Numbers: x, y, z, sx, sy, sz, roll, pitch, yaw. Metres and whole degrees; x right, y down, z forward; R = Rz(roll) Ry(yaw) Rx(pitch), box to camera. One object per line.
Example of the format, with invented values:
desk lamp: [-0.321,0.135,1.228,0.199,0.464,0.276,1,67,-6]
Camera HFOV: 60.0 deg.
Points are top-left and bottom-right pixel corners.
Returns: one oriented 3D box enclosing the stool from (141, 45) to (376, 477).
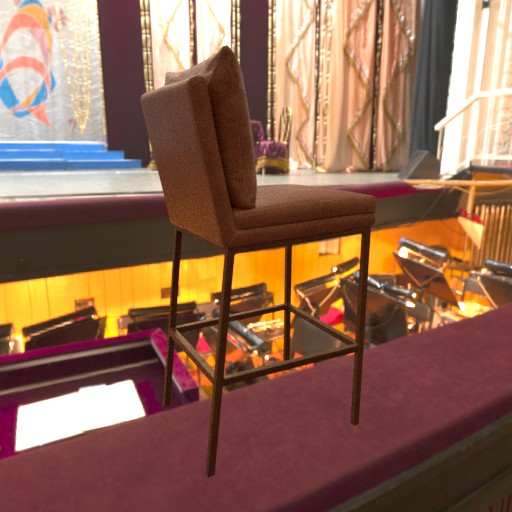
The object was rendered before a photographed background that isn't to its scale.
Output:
stool: [0.000,0.000,1.409,0.571,1.124,0.463,-7,16,-28]
